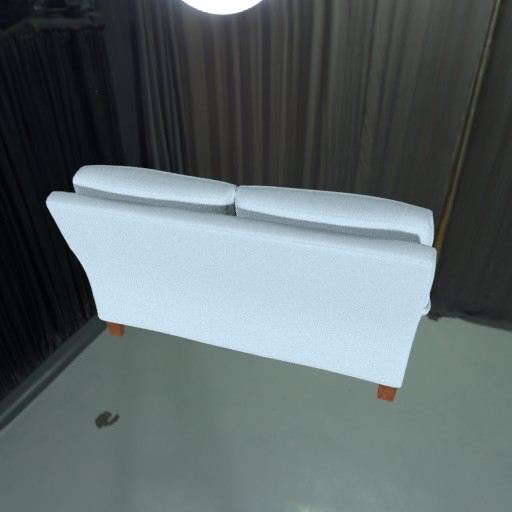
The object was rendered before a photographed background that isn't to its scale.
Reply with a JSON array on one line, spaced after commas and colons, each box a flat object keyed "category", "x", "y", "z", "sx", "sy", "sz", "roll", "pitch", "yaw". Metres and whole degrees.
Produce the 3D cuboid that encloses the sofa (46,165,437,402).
[{"category": "sofa", "x": 0.000, "y": 0.000, "z": 2.544, "sx": 1.853, "sy": 1.101, "sz": 1.084, "roll": 10, "pitch": 33, "yaw": 15}]
